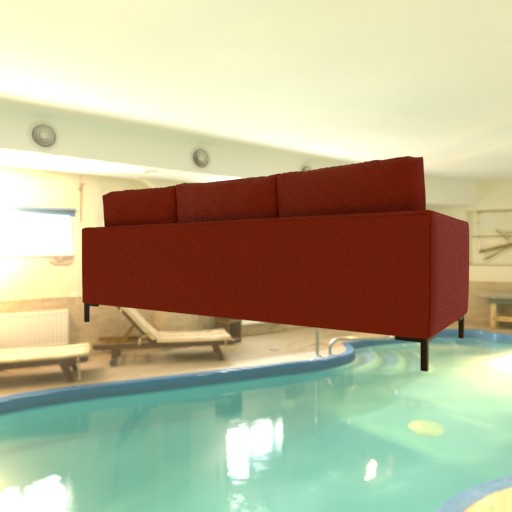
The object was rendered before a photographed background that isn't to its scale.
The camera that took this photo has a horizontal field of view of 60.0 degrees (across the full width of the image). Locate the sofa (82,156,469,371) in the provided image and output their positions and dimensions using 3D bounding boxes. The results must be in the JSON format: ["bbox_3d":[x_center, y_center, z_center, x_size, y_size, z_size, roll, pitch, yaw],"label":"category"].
[{"bbox_3d":[0.000,0.000,2.672,2.252,0.879,0.875,0,1,34],"label":"sofa"}]
